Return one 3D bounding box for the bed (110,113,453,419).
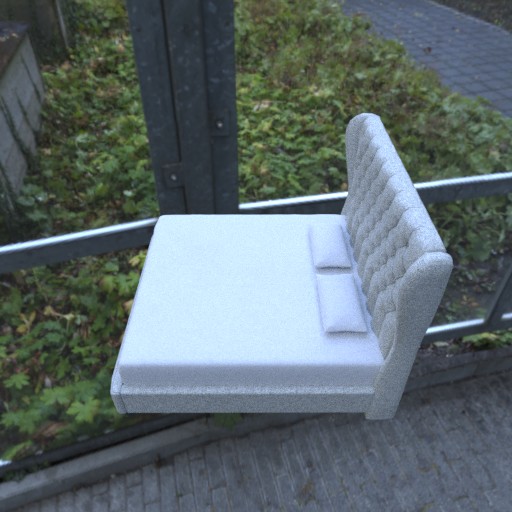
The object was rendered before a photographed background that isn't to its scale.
[{"bbox_3d":[0.000,0.000,3.964,2.347,1.771,2.219,0,41,0],"label":"bed"}]
